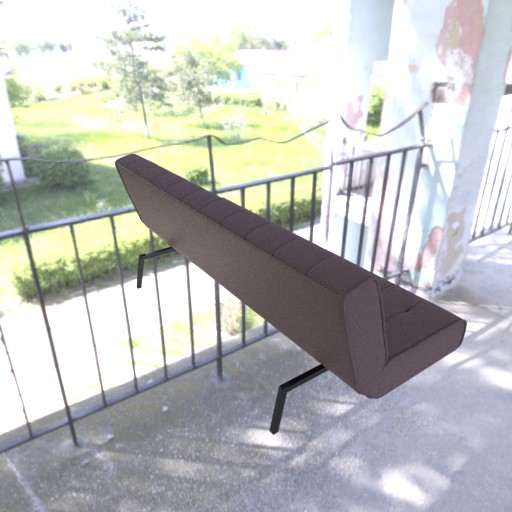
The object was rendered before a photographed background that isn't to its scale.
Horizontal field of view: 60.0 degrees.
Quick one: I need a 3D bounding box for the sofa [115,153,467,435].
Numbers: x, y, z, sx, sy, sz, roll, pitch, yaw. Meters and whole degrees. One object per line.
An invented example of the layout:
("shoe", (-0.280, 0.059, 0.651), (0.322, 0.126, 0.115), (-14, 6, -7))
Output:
("sofa", (0.000, 0.000, 2.074), (0.747, 0.699, 1.703), (-18, 32, -31))
